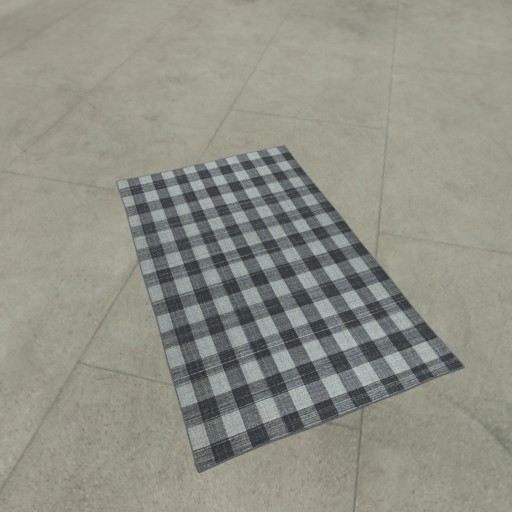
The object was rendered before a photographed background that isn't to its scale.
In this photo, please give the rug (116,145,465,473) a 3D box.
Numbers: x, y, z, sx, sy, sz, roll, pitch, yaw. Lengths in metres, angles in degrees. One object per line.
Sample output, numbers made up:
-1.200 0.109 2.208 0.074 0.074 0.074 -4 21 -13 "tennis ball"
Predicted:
0.000 0.000 3.089 1.554 0.011 2.476 -16 48 -15 "rug"
